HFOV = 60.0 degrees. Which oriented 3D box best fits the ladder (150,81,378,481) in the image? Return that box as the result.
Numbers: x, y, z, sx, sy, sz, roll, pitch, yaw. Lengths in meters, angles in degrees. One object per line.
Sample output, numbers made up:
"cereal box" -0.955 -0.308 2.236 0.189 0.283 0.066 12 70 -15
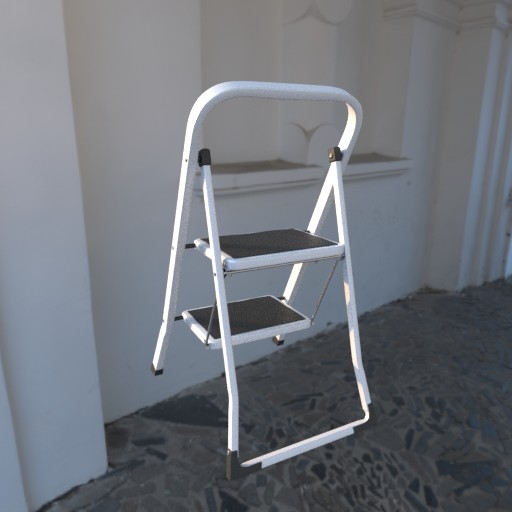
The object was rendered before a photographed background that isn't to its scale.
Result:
"ladder" 0.000 0.000 1.148 0.460 0.810 0.544 -8 17 -27
